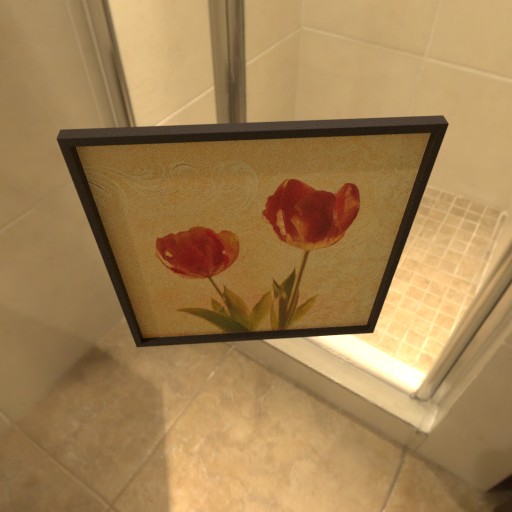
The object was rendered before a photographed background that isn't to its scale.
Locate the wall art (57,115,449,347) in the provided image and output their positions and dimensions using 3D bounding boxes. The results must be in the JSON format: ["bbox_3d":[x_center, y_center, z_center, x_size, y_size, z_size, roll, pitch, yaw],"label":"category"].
[{"bbox_3d":[0.000,0.000,1.219,0.805,0.807,0.043,-3,48,-3],"label":"wall art"}]
